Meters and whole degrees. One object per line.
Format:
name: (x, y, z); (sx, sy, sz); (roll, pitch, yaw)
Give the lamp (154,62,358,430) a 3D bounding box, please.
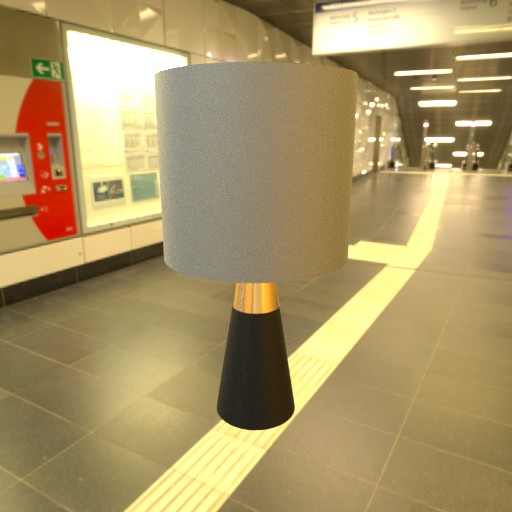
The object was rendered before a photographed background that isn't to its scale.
lamp: (0.000, 0.000, 0.758); (0.308, 0.580, 0.308); (3, 15, 11)
